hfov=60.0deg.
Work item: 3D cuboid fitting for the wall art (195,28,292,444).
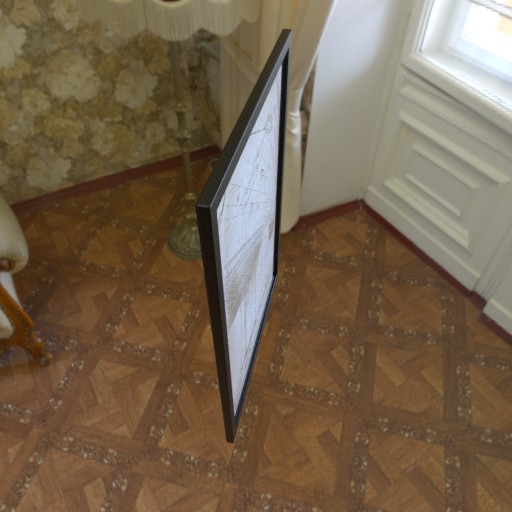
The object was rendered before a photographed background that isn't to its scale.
[{"bbox_3d":[0.000,0.000,0.853,0.016,0.657,0.480,10,48,9],"label":"wall art"}]
